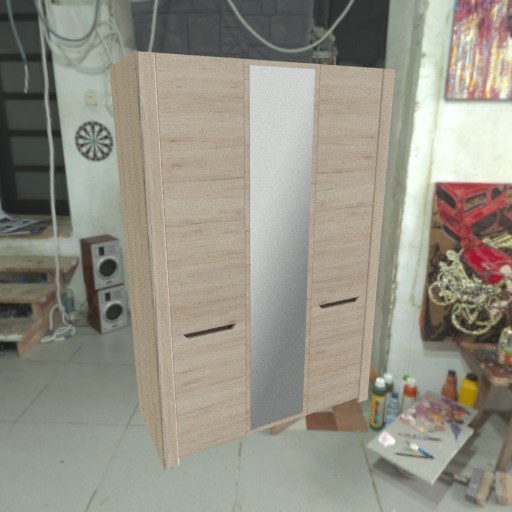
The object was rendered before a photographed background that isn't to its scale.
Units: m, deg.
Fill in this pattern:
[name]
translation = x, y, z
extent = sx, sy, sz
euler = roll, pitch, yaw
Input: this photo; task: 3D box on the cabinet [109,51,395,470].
[cabinet]
translation = 0.000, 0.000, 2.637
extent = 1.400, 2.070, 0.580
euler = -8, 19, -26
